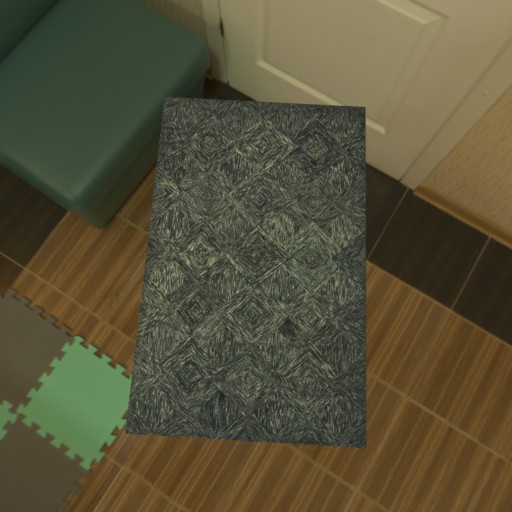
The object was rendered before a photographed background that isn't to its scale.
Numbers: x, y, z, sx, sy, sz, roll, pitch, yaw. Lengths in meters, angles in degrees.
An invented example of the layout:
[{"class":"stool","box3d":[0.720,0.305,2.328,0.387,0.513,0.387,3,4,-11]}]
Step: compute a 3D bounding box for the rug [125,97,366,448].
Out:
[{"class":"rug","box3d":[0.000,0.000,2.983,1.478,0.017,2.330,3,76,1]}]
